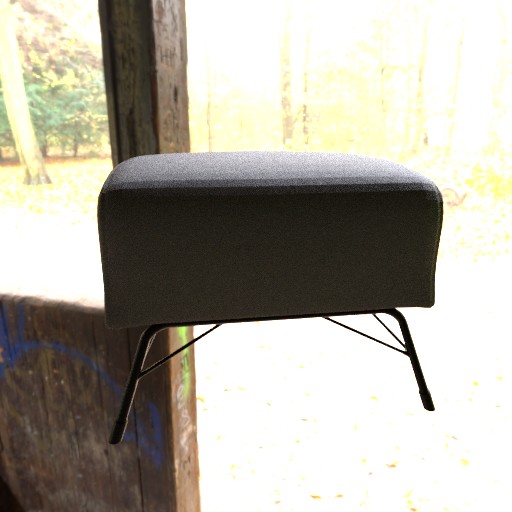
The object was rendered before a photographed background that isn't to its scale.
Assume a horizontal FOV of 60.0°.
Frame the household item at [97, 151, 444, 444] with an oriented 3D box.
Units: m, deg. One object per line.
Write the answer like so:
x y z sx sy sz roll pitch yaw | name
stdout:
0.000 0.000 0.893 0.530 0.410 0.530 -3 17 -9 | household item
